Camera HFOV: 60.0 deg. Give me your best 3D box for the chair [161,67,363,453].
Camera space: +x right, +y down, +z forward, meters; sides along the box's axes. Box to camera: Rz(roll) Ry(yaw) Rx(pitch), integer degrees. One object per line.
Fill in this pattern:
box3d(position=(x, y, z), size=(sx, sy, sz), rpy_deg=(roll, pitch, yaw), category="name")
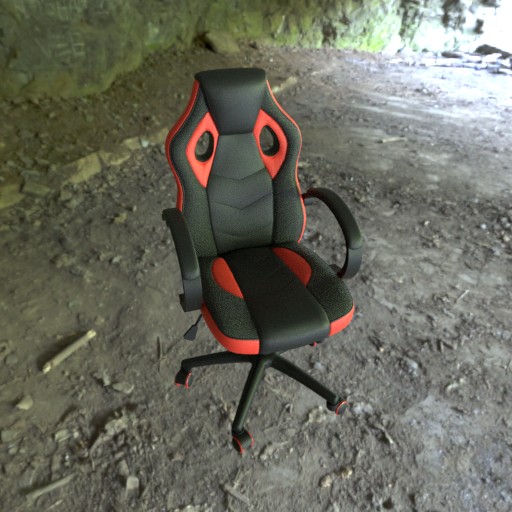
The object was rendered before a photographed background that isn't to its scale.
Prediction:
box3d(position=(0.000, 0.000, 1.391), size=(0.600, 1.016, 0.642), rpy_deg=(-10, 34, -16), category="chair")
